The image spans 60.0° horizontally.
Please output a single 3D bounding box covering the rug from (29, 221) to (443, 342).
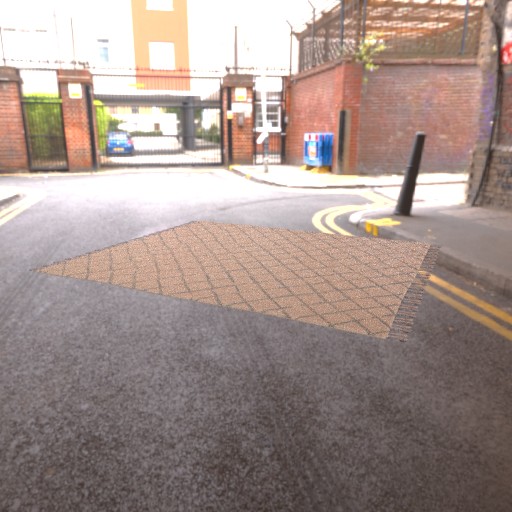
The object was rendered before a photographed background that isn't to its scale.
[{"bbox_3d":[0.000,0.000,4.834,3.585,0.036,2.892,7,17,25],"label":"rug"}]
